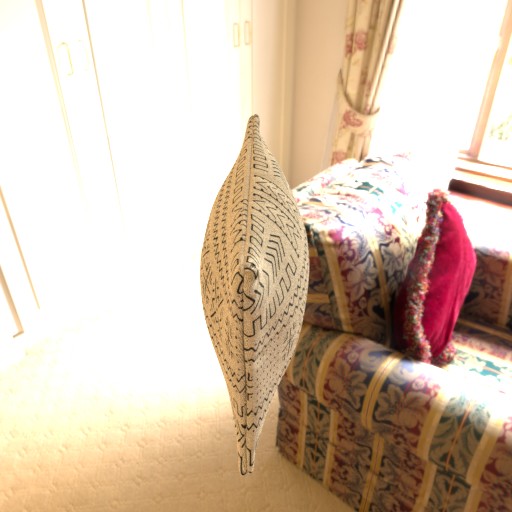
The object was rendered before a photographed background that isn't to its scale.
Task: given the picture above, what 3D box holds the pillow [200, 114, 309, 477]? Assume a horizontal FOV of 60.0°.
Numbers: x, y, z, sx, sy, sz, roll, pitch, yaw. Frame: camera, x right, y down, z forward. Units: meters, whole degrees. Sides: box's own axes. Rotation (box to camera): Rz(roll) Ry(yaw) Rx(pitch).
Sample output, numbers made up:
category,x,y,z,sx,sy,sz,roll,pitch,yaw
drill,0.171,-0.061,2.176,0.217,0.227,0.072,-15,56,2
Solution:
category,x,y,z,sx,sy,sz,roll,pitch,yaw
pillow,0.000,0.000,0.807,0.188,0.352,0.637,0,32,1
